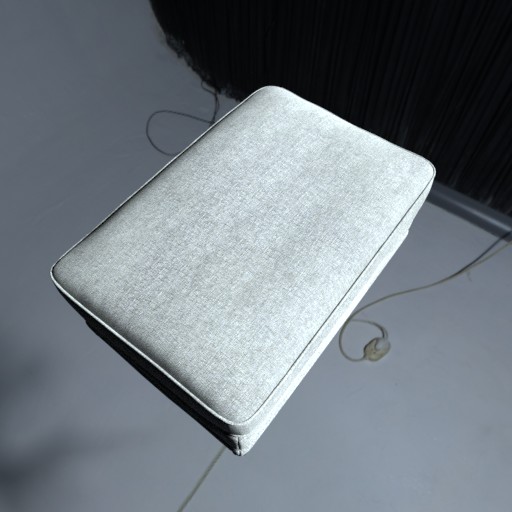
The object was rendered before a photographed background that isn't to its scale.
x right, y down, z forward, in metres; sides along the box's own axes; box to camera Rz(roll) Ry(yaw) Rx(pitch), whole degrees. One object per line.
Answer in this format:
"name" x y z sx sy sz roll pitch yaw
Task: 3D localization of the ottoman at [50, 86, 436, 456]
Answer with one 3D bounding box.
"ottoman" 0.000 0.000 1.164 0.561 0.457 0.813 33 63 19
